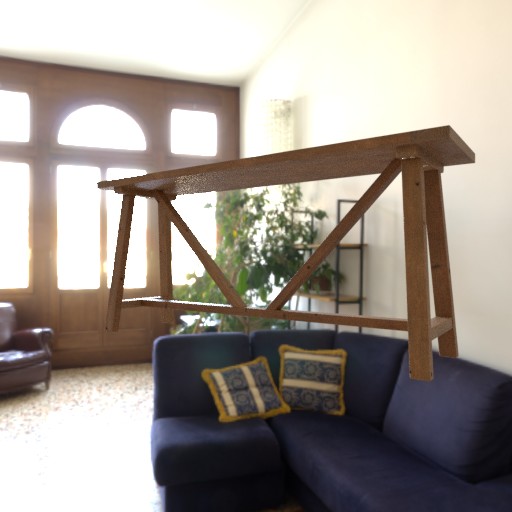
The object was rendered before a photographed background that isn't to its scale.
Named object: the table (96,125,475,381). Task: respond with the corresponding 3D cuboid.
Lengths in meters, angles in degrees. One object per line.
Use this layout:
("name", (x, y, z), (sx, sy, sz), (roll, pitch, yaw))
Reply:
("table", (0.000, 0.000, 2.085), (1.800, 0.810, 0.465), (0, 0, 35))
